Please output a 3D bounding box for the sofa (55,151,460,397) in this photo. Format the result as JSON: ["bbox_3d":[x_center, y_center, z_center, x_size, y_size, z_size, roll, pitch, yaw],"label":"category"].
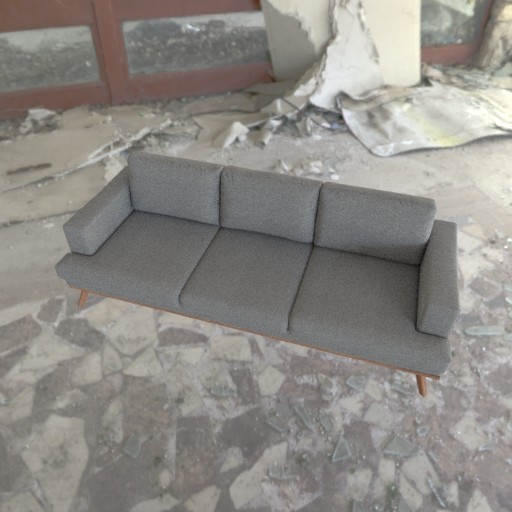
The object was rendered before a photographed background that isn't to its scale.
[{"bbox_3d":[0.000,0.000,2.749,2.310,0.810,0.920,12,42,13],"label":"sofa"}]
